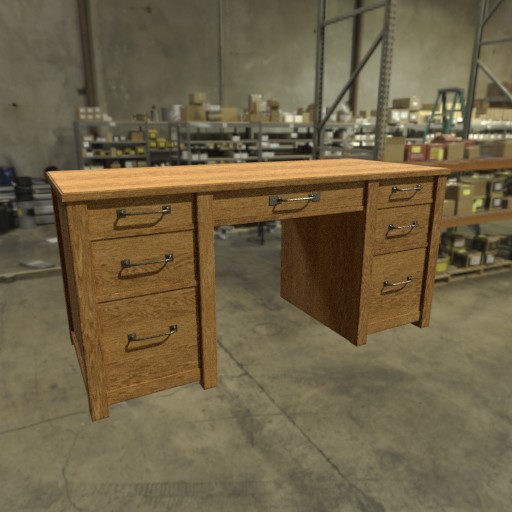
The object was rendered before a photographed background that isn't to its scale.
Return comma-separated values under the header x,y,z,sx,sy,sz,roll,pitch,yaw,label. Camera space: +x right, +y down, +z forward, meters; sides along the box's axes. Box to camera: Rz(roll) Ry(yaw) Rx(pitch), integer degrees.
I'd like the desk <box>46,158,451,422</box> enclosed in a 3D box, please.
x,y,z,sx,sy,sz,roll,pitch,yaw,label
0.000,0.000,1.963,1.567,0.751,0.685,-8,18,-26,desk
